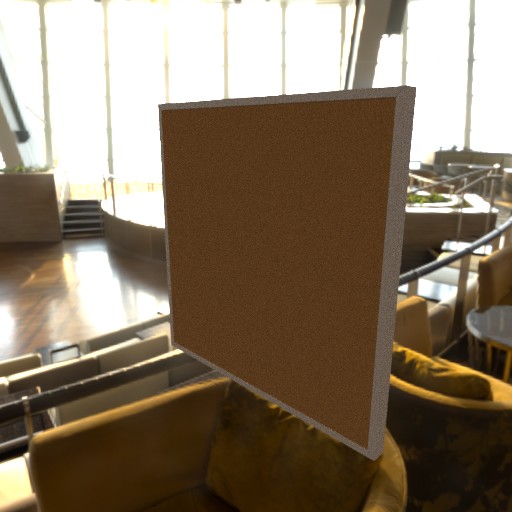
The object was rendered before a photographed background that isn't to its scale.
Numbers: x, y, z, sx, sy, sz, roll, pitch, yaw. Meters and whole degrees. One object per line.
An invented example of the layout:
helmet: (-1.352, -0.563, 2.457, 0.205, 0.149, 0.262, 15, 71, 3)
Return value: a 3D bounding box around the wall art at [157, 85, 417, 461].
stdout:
wall art: (0.000, 0.000, 1.127, 0.038, 0.762, 0.762, -15, 22, -43)
